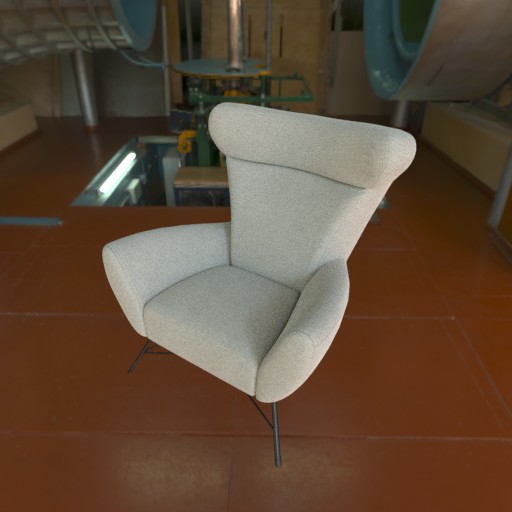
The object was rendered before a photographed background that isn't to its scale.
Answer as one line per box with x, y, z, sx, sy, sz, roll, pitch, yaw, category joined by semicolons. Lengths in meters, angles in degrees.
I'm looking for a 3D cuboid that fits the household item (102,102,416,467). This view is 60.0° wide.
0.000;0.000;1.842;0.980;1.050;0.900;20;36;30;household item
